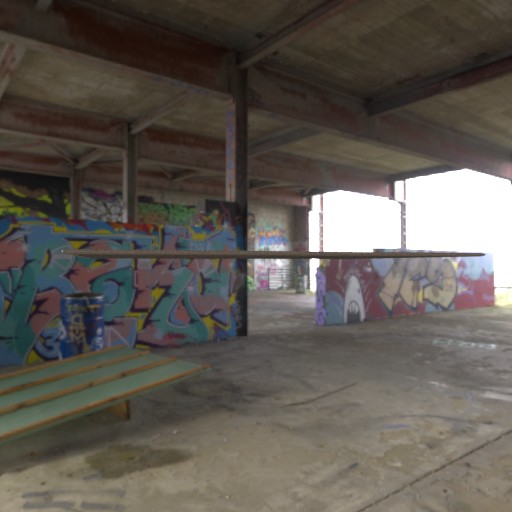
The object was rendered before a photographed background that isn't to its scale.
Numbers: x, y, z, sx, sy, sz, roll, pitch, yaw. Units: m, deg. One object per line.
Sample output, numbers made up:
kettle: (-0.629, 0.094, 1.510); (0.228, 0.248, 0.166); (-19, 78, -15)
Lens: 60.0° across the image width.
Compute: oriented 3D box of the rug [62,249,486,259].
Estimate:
rug: (0.000, 0.000, 2.746); (2.081, 0.020, 1.525); (0, -1, -18)
